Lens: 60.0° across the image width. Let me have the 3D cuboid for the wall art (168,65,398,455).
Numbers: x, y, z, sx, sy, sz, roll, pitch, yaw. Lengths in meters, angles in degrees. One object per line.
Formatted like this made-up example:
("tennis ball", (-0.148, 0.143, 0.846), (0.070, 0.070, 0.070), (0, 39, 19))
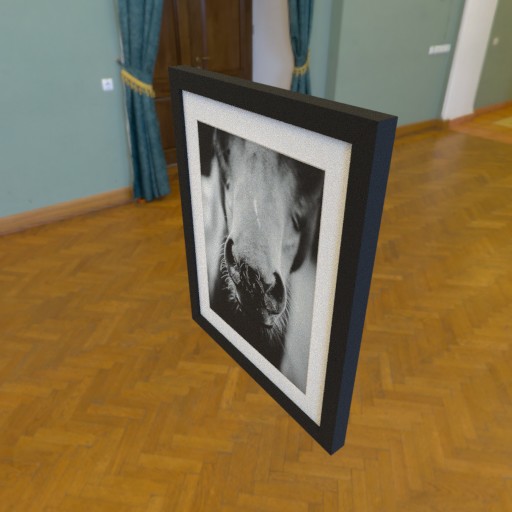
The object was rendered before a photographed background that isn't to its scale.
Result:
("wall art", (0.000, 0.000, 0.766), (0.033, 0.559, 0.457), (-22, 38, -31))
